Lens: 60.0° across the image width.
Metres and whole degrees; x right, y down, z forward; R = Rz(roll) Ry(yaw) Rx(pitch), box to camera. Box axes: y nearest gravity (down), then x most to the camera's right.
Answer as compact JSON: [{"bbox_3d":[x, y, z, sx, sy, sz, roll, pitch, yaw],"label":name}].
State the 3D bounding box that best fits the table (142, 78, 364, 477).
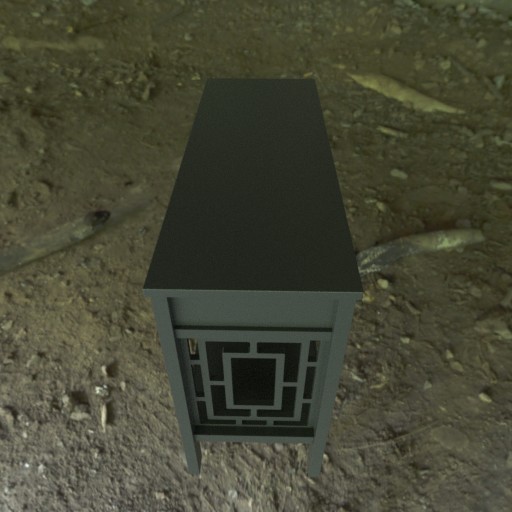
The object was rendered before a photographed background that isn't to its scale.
[{"bbox_3d":[0.000,0.000,1.420,0.397,0.753,1.068,1,41,1],"label":"table"}]
